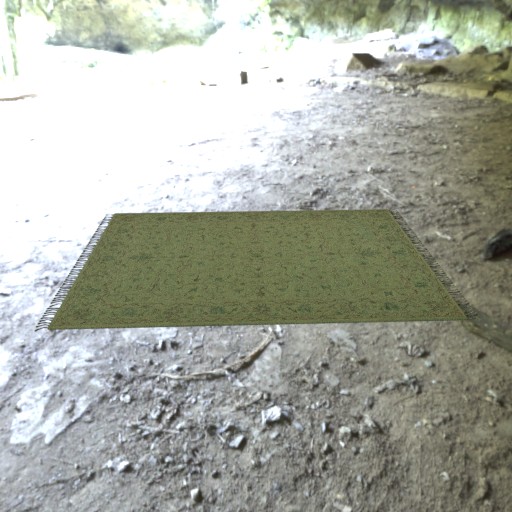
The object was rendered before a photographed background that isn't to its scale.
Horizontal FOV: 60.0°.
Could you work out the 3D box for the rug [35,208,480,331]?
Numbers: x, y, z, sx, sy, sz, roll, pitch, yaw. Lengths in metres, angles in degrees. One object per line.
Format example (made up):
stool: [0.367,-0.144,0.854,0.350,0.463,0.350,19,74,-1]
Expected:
rug: [0.000,0.000,3.063,2.435,0.010,1.544,-1,30,-2]
